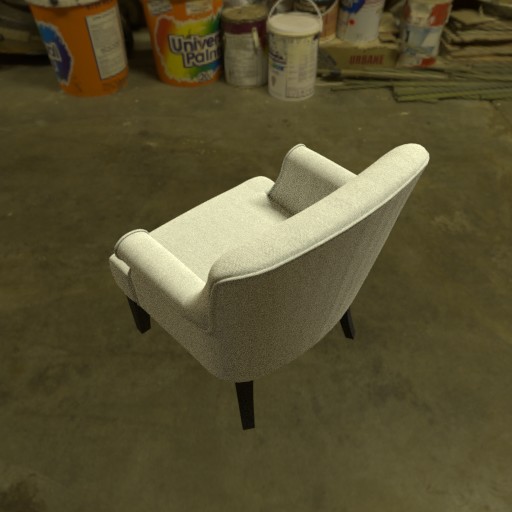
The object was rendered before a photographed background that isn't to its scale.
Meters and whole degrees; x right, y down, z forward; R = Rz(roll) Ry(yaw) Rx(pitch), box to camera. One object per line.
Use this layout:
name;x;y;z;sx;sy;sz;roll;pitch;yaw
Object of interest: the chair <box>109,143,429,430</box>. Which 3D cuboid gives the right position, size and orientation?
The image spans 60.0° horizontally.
chair;0.000;0.000;1.458;0.781;0.875;0.750;-33;54;-28
